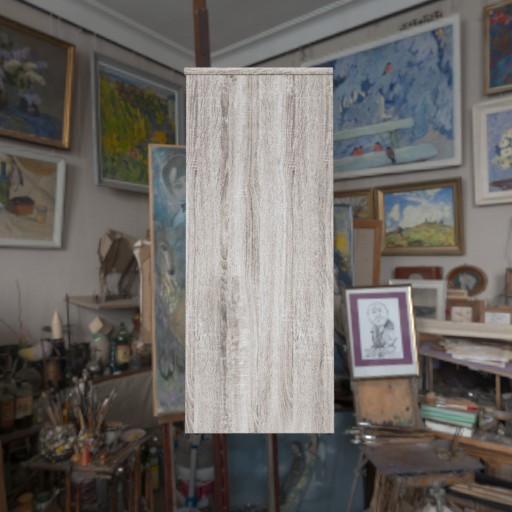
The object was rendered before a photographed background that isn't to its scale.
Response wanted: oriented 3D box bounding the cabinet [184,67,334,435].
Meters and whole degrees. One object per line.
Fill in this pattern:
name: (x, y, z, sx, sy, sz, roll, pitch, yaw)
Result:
cabinet: (0.000, 0.000, 1.808, 0.380, 0.900, 1.450, 0, -1, 0)
